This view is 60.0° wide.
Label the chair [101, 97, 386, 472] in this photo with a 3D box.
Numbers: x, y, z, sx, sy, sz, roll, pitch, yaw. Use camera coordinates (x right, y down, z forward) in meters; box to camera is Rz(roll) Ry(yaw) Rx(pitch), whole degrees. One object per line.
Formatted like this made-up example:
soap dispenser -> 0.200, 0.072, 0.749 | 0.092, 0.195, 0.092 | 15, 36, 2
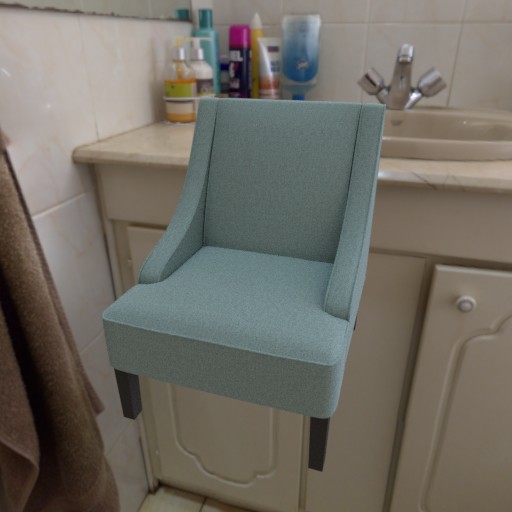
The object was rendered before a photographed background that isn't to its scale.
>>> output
chair -> 0.000, 0.000, 1.836 | 0.857, 1.133, 1.025 | 8, 27, 17
